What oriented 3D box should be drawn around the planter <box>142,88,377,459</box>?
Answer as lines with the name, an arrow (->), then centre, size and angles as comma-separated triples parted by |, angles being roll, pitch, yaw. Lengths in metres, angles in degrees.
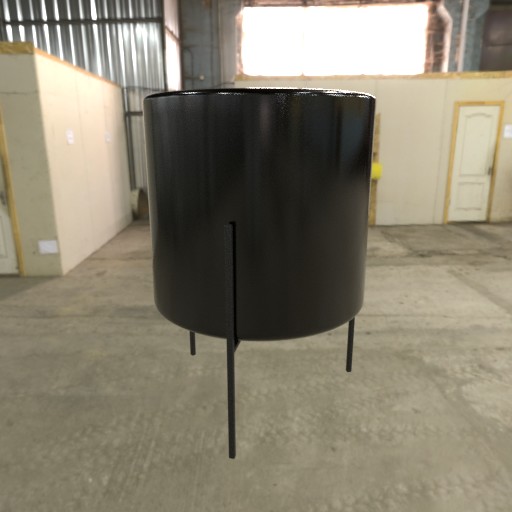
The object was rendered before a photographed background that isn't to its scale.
planter -> 0.000, 0.000, 0.641 | 0.310, 0.432, 0.310 | 8, 18, 26
